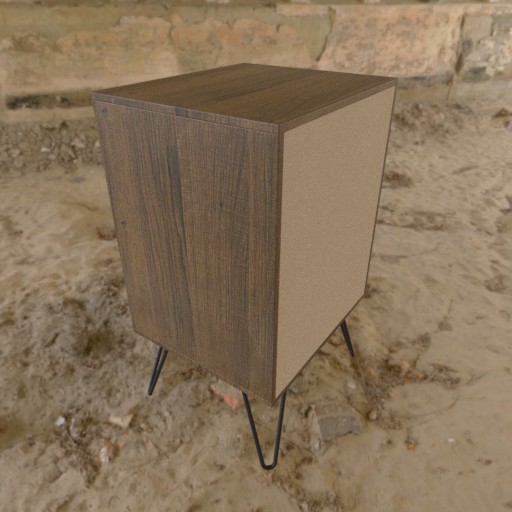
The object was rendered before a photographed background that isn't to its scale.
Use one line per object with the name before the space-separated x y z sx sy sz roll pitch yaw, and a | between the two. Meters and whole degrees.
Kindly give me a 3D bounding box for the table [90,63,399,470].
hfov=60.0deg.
table | 0.000 0.000 1.182 0.457 0.866 0.526 20 36 29
